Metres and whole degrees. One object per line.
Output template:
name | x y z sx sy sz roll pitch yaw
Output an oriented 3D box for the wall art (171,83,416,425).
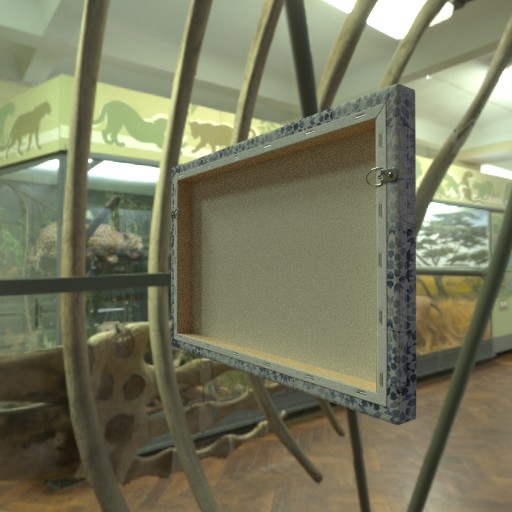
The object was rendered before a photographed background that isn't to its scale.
wall art | 0.000 0.000 1.162 0.057 0.608 0.911 0 -1 -37
